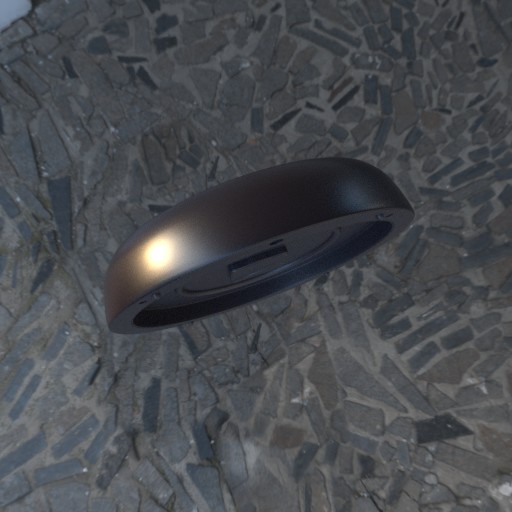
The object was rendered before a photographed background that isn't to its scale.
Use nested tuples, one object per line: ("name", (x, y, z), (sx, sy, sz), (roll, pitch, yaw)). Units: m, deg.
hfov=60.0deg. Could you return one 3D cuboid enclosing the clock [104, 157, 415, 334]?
("clock", (0.000, 0.000, 0.437), (0.300, 0.300, 0.060), (-20, 78, -4))
